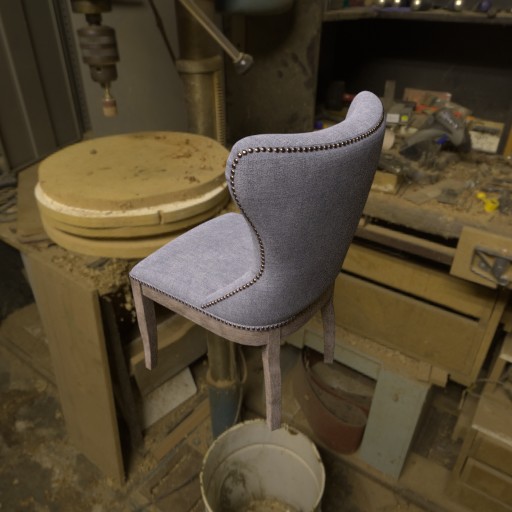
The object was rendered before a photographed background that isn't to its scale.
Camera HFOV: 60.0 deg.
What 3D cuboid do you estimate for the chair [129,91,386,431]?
[{"bbox_3d":[0.000,0.000,1.471,0.681,1.002,0.654,21,38,30],"label":"chair"}]
